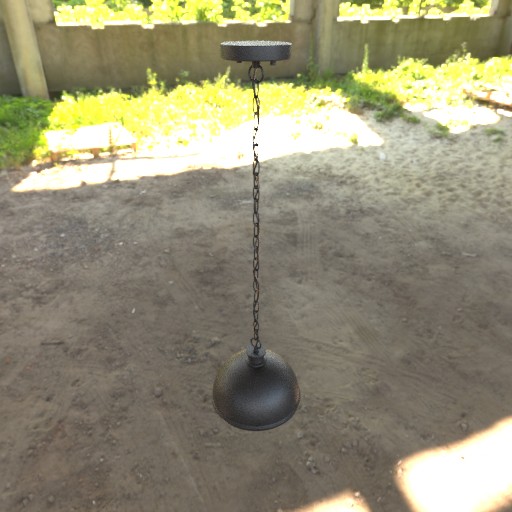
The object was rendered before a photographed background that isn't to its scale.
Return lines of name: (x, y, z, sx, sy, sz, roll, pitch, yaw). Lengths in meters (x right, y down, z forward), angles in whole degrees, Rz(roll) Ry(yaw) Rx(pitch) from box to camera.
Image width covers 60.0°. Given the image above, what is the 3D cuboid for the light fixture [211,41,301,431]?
light fixture: (0.000, 0.000, 1.257, 0.304, 1.090, 0.304, 18, 34, 29)
